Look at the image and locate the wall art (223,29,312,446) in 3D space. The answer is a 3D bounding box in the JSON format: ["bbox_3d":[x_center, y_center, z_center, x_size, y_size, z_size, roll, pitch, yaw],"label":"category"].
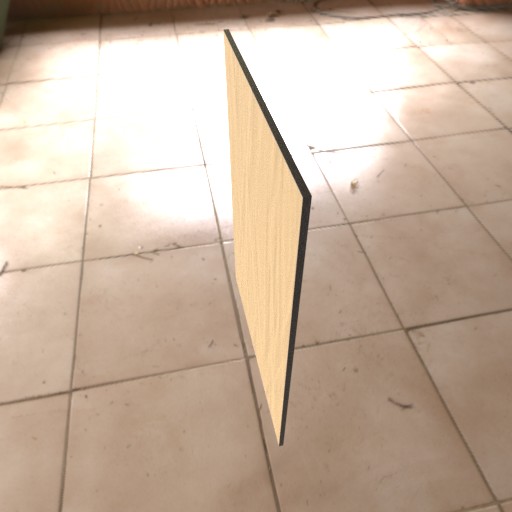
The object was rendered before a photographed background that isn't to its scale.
[{"bbox_3d":[0.000,0.000,1.441,0.016,1.116,0.810,-9,47,-9],"label":"wall art"}]
